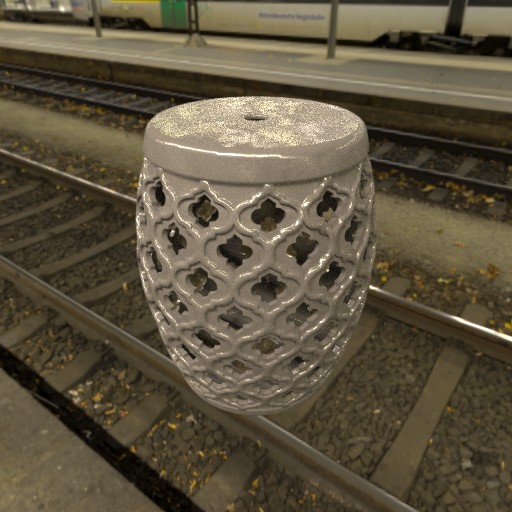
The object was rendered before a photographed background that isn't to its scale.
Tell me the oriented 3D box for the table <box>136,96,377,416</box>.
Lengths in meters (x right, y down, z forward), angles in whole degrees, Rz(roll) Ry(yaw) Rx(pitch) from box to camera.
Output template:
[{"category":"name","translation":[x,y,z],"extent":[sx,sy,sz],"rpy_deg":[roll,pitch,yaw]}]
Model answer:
[{"category":"table","translation":[0.000,0.000,0.632],"extent":[0.325,0.388,0.325],"rpy_deg":[0,31,0]}]
